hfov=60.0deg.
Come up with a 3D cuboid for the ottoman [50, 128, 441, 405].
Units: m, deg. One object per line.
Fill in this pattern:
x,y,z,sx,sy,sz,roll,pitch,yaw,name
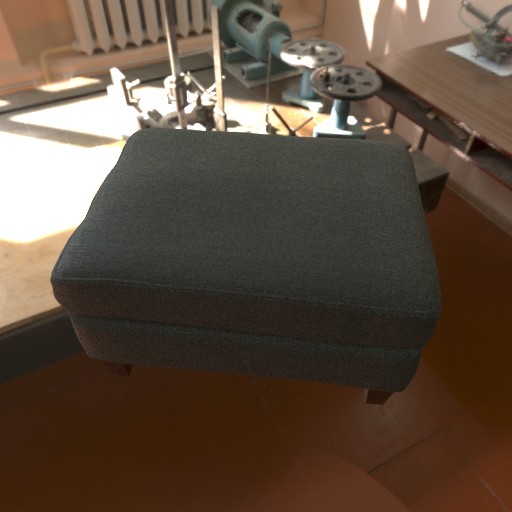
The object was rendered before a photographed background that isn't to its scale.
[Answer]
0.000,0.000,1.227,0.826,0.496,0.639,5,46,5,ottoman
